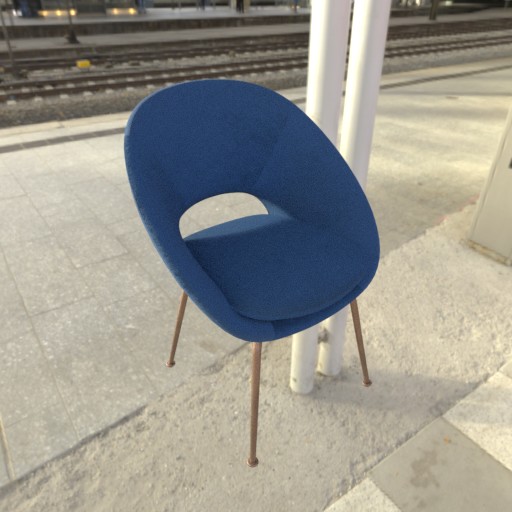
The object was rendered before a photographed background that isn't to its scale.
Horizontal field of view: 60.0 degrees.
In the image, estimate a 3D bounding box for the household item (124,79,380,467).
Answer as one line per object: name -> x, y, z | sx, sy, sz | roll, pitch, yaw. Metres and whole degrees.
household item -> 0.000, 0.000, 1.231 | 0.623, 0.852, 0.573 | -21, 37, -31
